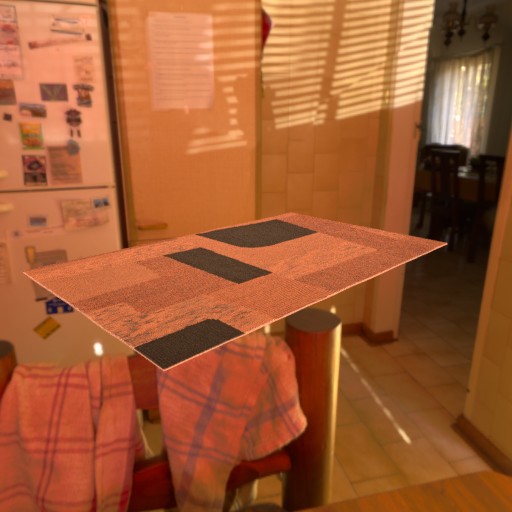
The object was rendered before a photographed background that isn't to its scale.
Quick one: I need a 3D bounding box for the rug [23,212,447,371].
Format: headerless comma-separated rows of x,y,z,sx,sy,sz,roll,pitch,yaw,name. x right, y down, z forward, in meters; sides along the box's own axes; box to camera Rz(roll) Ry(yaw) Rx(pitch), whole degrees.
0.000,0.000,2.948,2.436,0.015,1.521,-16,24,-42,rug
